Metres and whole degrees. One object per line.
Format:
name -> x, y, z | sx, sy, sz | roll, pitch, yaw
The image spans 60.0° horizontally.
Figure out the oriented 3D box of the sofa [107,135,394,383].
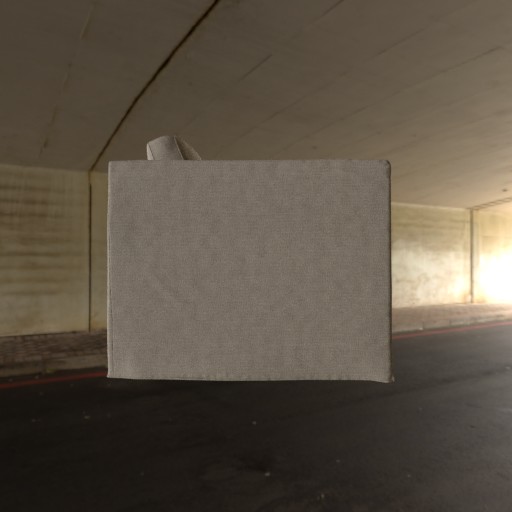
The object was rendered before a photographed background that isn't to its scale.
sofa -> 0.000, 0.000, 2.277 | 0.956, 0.828, 1.766 | 0, -1, 1
